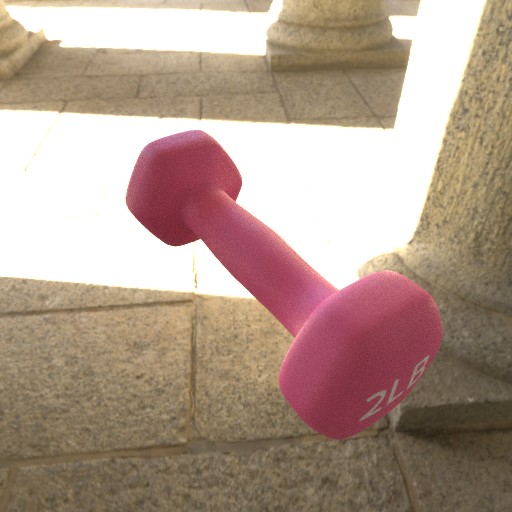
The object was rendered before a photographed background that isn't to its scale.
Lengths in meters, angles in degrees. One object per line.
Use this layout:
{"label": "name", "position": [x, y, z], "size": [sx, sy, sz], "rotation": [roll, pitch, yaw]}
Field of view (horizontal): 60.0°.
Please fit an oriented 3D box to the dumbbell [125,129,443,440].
{"label": "dumbbell", "position": [0.000, 0.000, 0.175], "size": [0.058, 0.053, 0.146], "rotation": [-24, 46, -25]}
